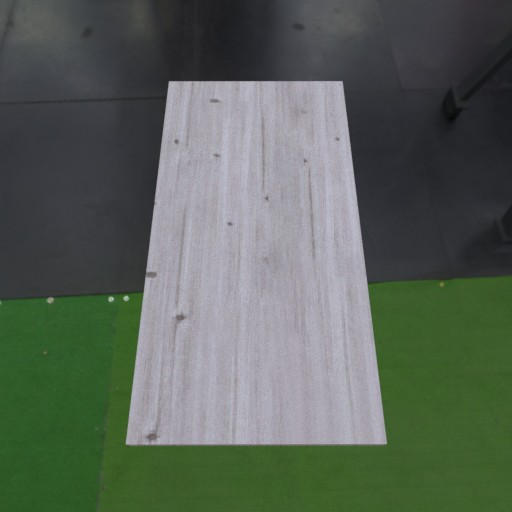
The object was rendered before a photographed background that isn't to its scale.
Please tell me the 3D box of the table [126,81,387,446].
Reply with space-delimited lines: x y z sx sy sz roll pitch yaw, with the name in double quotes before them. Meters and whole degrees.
"table" 0.000 0.000 1.689 0.700 0.450 1.350 0 64 0
